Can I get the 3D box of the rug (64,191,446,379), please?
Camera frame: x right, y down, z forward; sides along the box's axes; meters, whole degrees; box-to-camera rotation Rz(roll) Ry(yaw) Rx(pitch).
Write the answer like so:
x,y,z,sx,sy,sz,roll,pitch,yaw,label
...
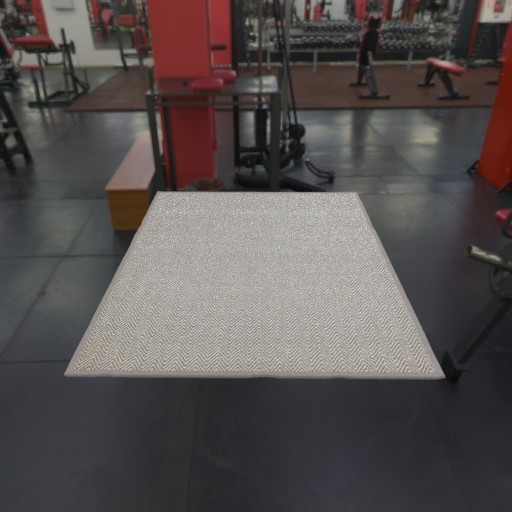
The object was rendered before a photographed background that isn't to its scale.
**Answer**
x,y,z,sx,sy,sz,roll,pitch,yaw,label
0.000,0.000,4.100,2.434,0.032,3.007,0,31,0,rug
